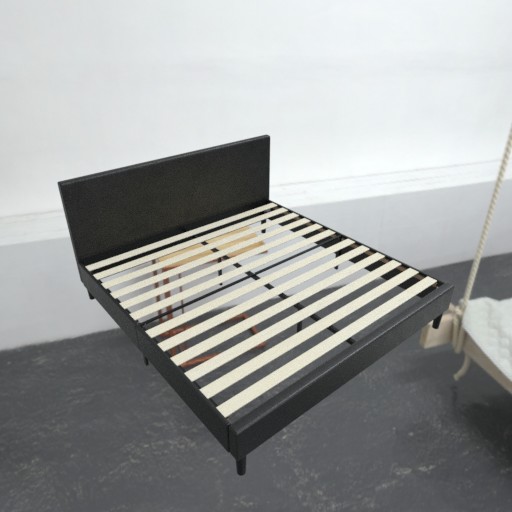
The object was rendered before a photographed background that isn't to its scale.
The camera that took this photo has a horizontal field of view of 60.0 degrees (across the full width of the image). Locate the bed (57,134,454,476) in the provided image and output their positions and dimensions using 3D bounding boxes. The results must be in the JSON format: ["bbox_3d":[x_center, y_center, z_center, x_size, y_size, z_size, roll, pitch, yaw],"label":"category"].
[{"bbox_3d":[0.000,0.000,3.344,2.018,1.046,2.152,-23,37,-33],"label":"bed"}]
